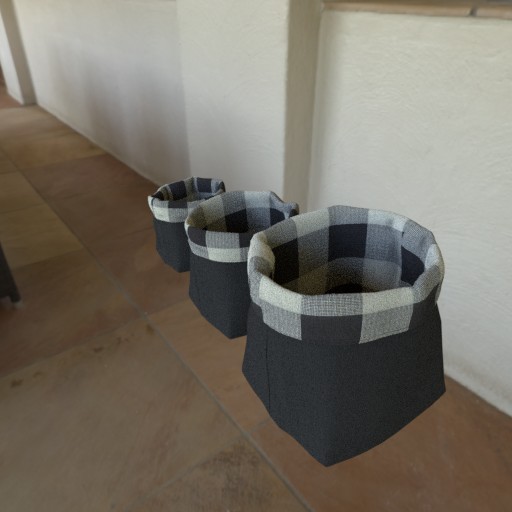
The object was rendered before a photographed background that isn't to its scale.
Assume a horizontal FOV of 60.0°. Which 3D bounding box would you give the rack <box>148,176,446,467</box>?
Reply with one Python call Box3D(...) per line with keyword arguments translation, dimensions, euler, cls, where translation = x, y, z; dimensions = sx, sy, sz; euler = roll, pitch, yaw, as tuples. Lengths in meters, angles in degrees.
Box3D(translation=(0.000, 0.000, 1.034), dimensions=(0.370, 0.329, 0.889), euler=(-19, 36, -29), cls="rack")
